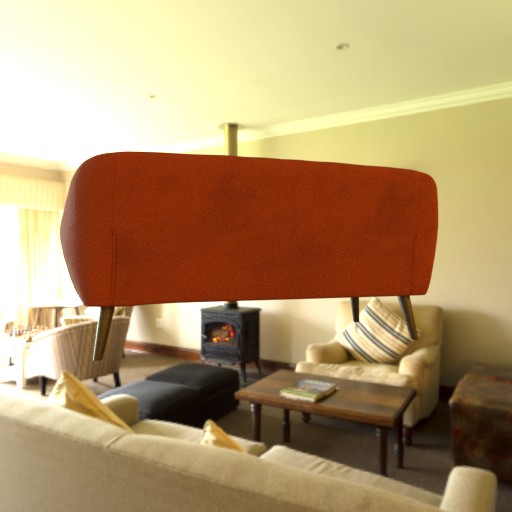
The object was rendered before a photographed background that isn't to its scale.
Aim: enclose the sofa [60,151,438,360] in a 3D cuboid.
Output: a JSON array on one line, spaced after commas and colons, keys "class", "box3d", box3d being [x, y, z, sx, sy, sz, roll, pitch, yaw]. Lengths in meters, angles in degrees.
[{"class": "sofa", "box3d": [0.000, 0.000, 2.265, 1.840, 0.836, 0.820, 0, 0, -17]}]
